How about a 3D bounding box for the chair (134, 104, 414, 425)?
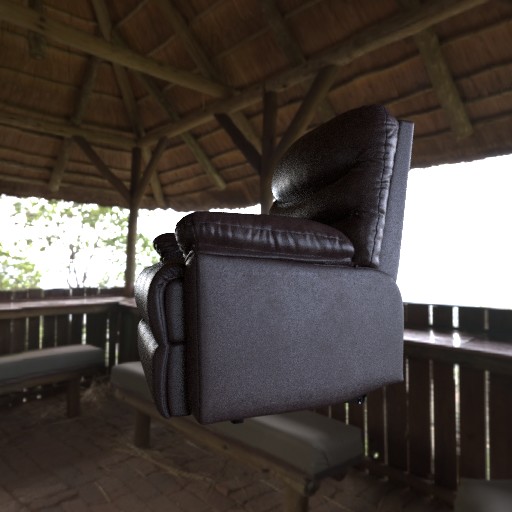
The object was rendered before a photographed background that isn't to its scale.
[{"bbox_3d":[0.000,0.000,1.720,0.879,1.041,0.940,1,-2,-18],"label":"chair"}]
